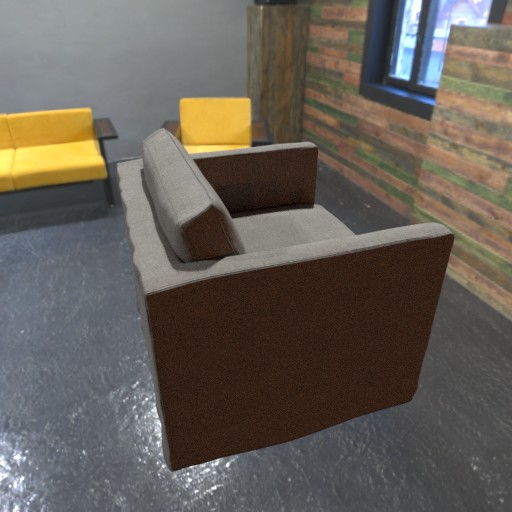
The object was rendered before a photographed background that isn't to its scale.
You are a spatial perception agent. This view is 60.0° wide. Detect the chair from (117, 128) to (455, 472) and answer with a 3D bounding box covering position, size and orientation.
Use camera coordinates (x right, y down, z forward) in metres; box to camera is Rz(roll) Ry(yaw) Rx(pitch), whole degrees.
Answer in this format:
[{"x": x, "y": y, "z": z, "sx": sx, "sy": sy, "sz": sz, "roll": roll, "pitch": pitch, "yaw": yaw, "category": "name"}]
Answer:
[{"x": 0.000, "y": 0.000, "z": 1.737, "sx": 0.949, "sy": 0.863, "sz": 1.057, "roll": -10, "pitch": 32, "yaw": -16, "category": "chair"}]
